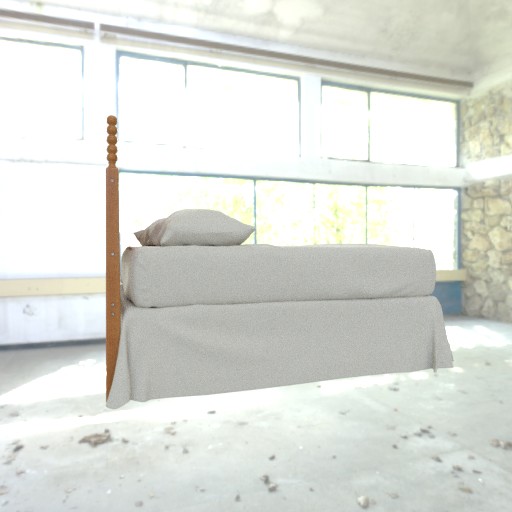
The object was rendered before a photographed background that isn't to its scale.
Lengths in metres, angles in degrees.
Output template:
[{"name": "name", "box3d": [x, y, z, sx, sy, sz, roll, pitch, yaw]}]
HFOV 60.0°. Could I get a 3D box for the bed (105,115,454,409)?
[{"name": "bed", "box3d": [0.000, 0.000, 3.168, 2.040, 1.356, 1.873, 0, 1, -19]}]
